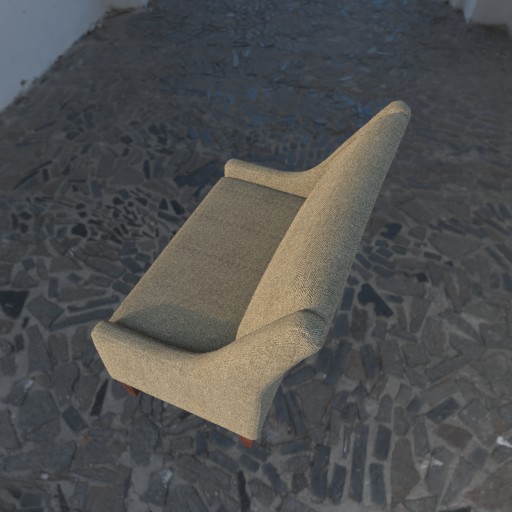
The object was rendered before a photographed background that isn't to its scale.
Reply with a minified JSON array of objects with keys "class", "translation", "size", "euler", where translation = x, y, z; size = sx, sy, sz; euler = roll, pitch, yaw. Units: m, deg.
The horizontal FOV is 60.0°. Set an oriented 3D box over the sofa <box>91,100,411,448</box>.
[{"class":"sofa","translation":[0.000,0.000,1.905],"size":[0.870,1.021,1.242],"euler":[18,50,16]}]
